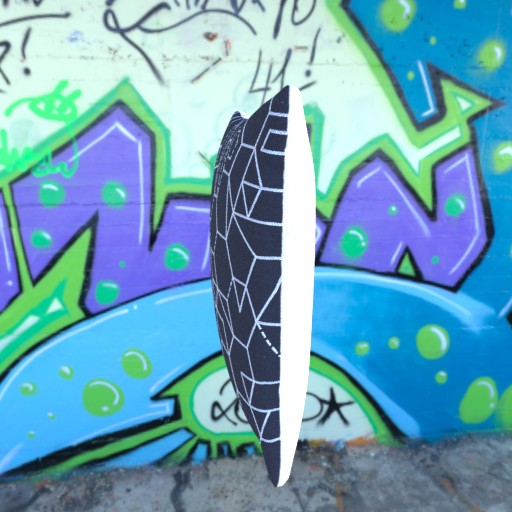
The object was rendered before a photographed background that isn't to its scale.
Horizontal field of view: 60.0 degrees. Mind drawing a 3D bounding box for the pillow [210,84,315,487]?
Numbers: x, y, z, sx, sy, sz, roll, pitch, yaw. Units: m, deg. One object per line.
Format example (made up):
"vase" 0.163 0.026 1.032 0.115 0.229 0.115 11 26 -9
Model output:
"pillow" 0.000 0.000 0.770 0.158 0.508 0.517 -2 15 -8
